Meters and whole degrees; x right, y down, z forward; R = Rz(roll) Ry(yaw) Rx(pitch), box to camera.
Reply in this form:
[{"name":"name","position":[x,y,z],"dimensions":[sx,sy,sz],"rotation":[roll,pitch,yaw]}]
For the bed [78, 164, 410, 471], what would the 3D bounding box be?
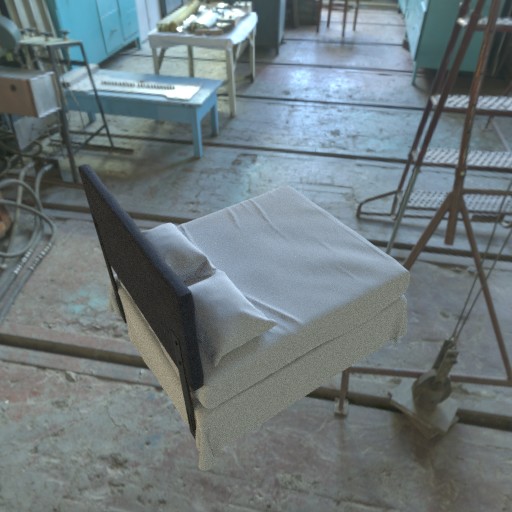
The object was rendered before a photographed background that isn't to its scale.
[{"name":"bed","position":[0.000,0.000,3.660],"dimensions":[2.222,1.577,1.936],"rotation":[-24,46,-25]}]
